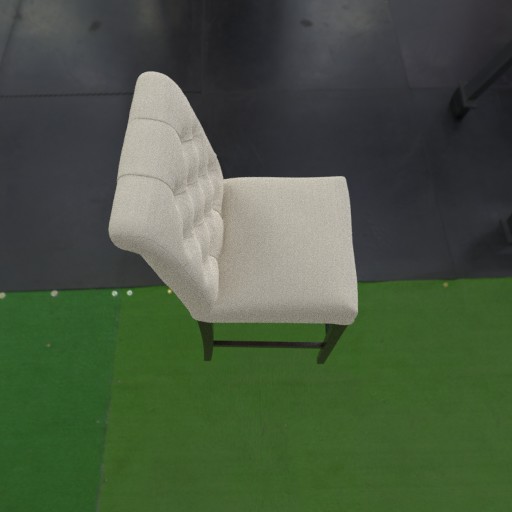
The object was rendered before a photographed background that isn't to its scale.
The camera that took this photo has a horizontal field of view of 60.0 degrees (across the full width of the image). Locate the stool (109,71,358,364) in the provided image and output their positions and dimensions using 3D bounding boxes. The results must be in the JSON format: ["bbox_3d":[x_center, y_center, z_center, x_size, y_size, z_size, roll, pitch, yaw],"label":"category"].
[{"bbox_3d":[0.000,0.000,1.472,0.610,1.118,0.482,1,64,0],"label":"stool"}]
